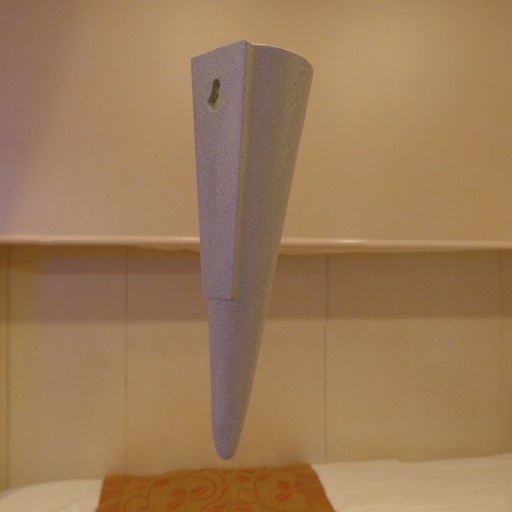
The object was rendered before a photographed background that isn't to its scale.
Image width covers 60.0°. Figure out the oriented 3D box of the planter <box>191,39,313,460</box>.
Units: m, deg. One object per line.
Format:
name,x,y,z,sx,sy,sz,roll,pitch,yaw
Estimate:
planter,0.000,0.000,0.229,0.057,0.191,0.064,0,0,35
